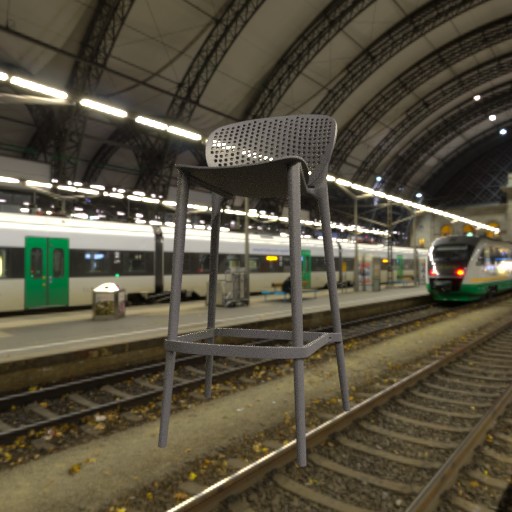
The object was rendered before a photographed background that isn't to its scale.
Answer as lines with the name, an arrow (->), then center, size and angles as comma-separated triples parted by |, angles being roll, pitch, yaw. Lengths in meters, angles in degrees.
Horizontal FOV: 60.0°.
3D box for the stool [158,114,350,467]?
stool -> 0.000, 0.000, 1.386 | 0.536, 1.045, 0.535 | 0, -1, 17
